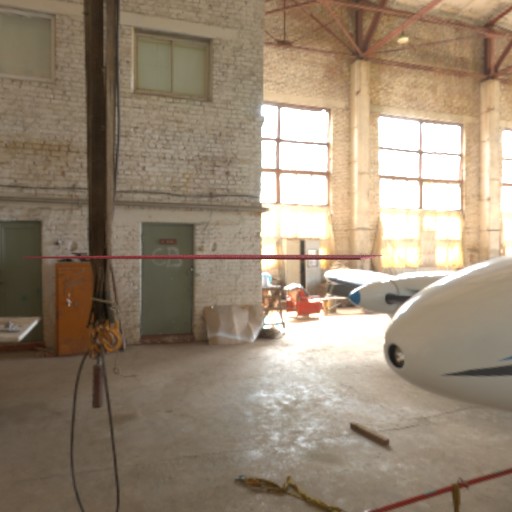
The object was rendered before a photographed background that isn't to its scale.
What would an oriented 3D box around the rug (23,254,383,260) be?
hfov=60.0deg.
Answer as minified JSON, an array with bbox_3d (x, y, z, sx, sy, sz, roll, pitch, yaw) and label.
[{"bbox_3d":[0.000,0.000,2.302,1.209,0.008,1.814,0,0,18],"label":"rug"}]
